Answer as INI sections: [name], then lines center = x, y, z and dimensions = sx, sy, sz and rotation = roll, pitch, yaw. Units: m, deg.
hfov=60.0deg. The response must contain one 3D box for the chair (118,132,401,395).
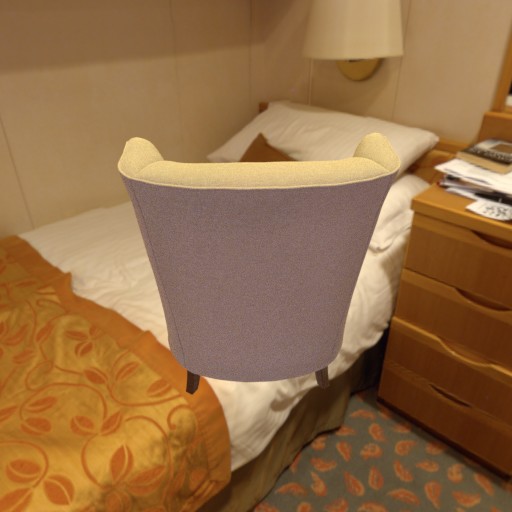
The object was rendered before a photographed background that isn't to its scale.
[chair]
center = 0.000, 0.000, 1.764
dimensions = 0.838, 1.040, 0.966
rotation = -2, 31, -3
